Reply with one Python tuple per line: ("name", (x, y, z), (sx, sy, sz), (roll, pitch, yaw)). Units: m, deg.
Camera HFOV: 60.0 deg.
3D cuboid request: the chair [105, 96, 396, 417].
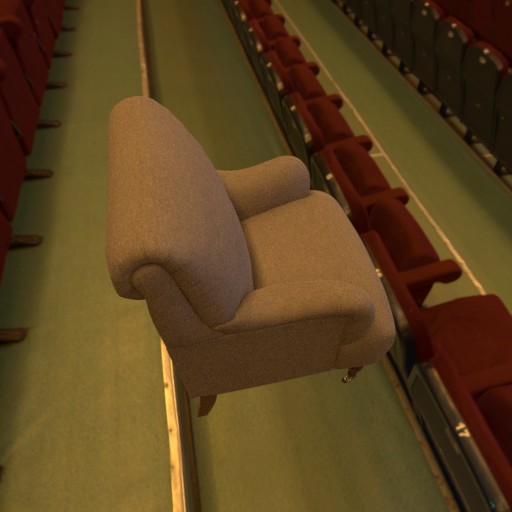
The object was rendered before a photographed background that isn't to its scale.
("chair", (0.000, 0.000, 1.564), (0.843, 0.942, 0.766), (-9, 47, -8))
